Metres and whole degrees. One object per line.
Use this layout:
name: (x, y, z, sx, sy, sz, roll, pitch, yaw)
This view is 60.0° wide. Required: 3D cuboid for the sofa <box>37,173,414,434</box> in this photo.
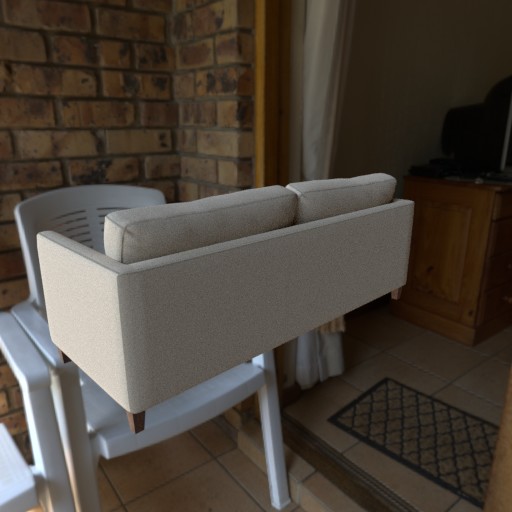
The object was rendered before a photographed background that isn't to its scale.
sofa: (0.000, 0.000, 2.858, 2.361, 0.968, 0.951, -15, 23, -41)
